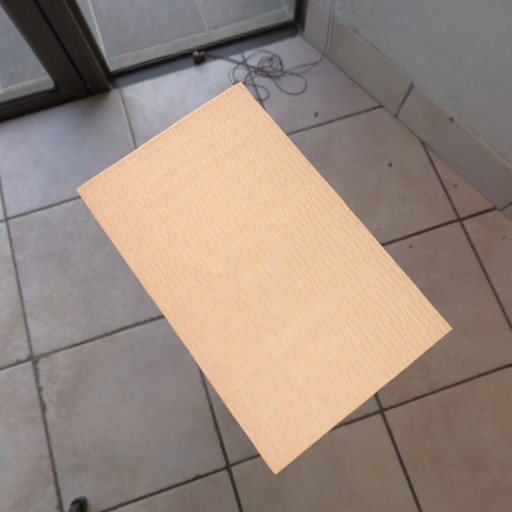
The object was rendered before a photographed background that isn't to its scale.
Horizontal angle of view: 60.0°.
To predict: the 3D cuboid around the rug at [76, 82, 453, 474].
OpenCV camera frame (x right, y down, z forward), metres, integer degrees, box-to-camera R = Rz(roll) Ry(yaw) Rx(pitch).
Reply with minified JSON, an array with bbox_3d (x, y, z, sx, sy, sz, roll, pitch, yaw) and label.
[{"bbox_3d":[0.000,0.000,3.152,1.531,0.014,2.441,-36,78,-9],"label":"rug"}]
